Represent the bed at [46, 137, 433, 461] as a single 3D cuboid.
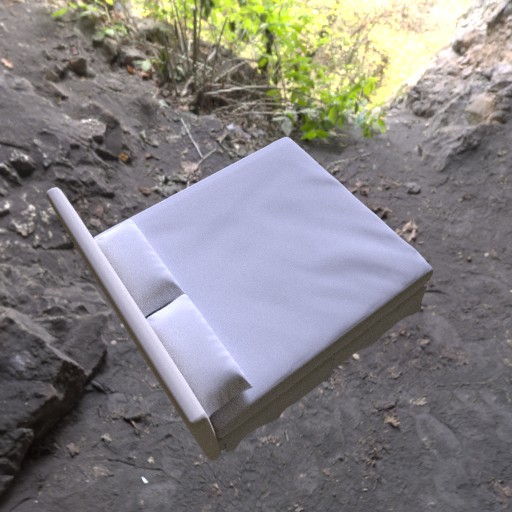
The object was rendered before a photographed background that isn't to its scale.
[{"bbox_3d":[0.000,0.000,3.671,2.341,1.317,2.119,-32,63,-18],"label":"bed"}]
